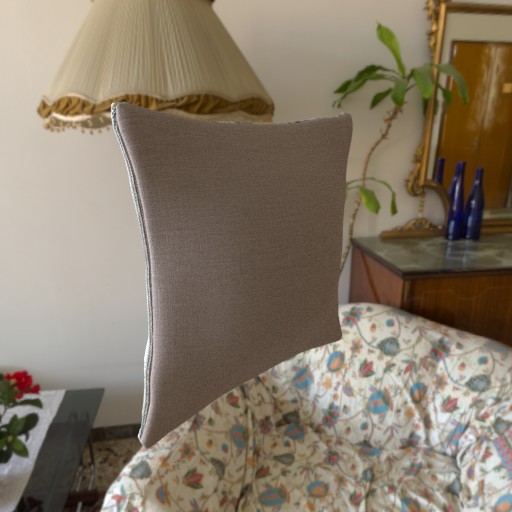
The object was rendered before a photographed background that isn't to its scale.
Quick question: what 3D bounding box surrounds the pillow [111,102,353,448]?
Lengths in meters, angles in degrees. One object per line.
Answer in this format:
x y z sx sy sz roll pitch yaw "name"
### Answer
0.000 0.000 0.657 0.189 0.416 0.435 15 22 42 "pillow"
